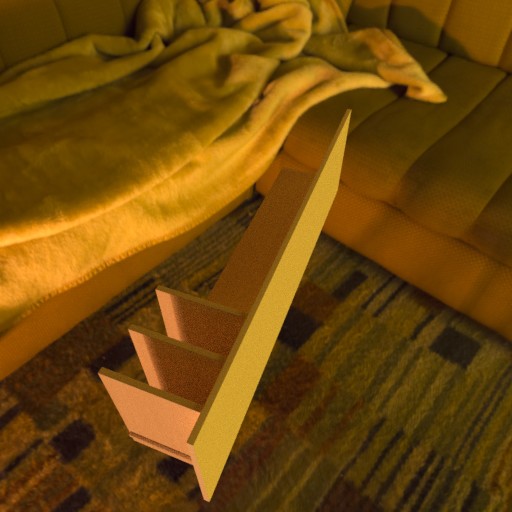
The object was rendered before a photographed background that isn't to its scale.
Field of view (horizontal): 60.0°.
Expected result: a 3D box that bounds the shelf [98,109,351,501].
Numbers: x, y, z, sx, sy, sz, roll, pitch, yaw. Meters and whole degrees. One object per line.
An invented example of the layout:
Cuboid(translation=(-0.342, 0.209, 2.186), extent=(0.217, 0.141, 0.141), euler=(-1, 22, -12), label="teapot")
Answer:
Cuboid(translation=(0.000, 0.000, 1.097), extent=(0.200, 0.300, 1.020), euler=(16, 49, 14), label="shelf")
